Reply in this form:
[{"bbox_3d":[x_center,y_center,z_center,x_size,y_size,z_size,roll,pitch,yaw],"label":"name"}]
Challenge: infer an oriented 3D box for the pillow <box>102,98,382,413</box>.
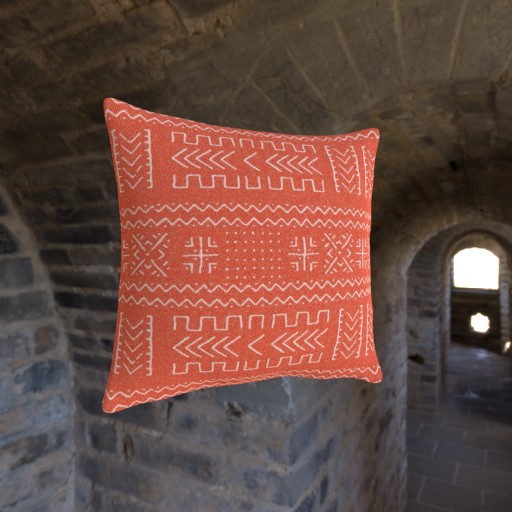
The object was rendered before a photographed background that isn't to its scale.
[{"bbox_3d":[0.000,0.000,0.668,0.438,0.429,0.164,0,0,-18],"label":"pillow"}]
